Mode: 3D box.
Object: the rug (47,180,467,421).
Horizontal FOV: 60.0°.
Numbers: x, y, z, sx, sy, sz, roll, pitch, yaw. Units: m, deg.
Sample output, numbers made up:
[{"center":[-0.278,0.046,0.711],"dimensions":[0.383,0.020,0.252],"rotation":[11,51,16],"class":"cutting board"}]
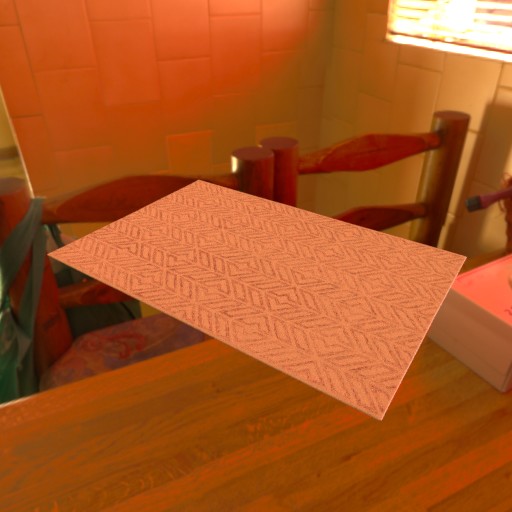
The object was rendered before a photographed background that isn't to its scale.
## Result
[{"center":[0.000,0.000,2.321],"dimensions":[1.828,0.007,1.220],"rotation":[20,37,28],"class":"rug"}]
